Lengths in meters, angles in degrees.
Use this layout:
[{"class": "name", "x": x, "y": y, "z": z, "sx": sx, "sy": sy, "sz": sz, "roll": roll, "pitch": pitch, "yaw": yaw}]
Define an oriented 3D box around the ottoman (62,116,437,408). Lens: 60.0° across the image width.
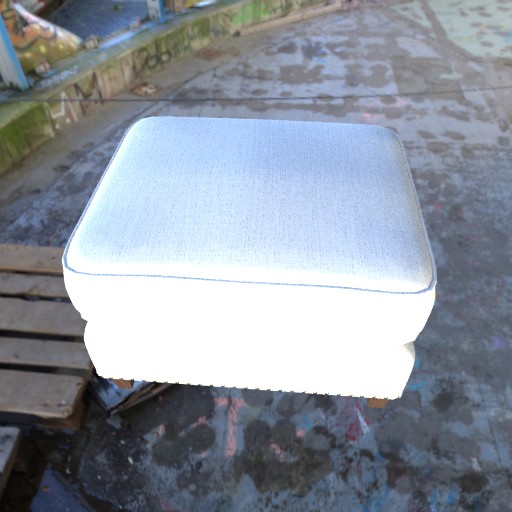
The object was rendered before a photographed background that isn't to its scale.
[{"class": "ottoman", "x": 0.000, "y": 0.000, "z": 1.132, "sx": 0.738, "sy": 0.537, "sz": 0.589, "roll": 3, "pitch": 47, "yaw": 3}]
